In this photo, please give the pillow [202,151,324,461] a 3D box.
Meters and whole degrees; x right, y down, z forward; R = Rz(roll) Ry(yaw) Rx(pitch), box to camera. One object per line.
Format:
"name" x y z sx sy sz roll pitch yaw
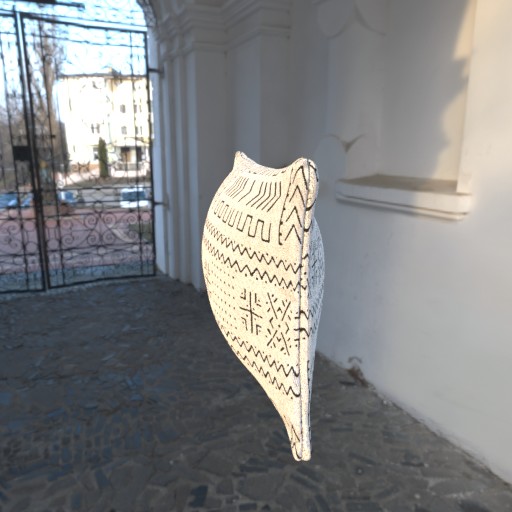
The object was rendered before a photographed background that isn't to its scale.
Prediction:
"pillow" 0.000 0.000 0.778 0.188 0.352 0.637 -2 14 -8
